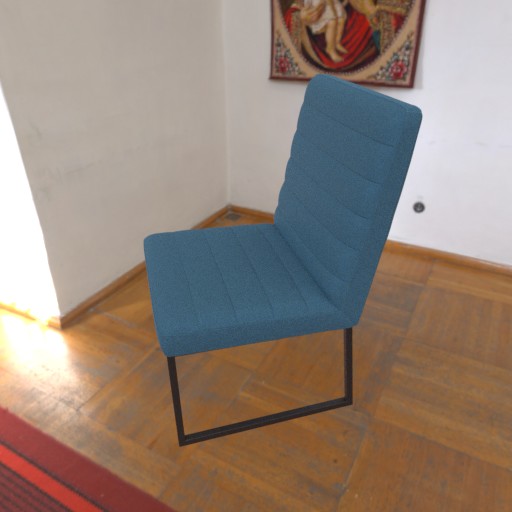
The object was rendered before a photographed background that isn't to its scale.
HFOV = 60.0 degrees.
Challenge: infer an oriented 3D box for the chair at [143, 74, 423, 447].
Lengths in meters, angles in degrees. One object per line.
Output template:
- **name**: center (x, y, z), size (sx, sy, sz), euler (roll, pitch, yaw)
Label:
- **chair**: center (0.000, 0.000, 1.313), size (0.634, 0.930, 0.520), euler (-8, 32, -14)
